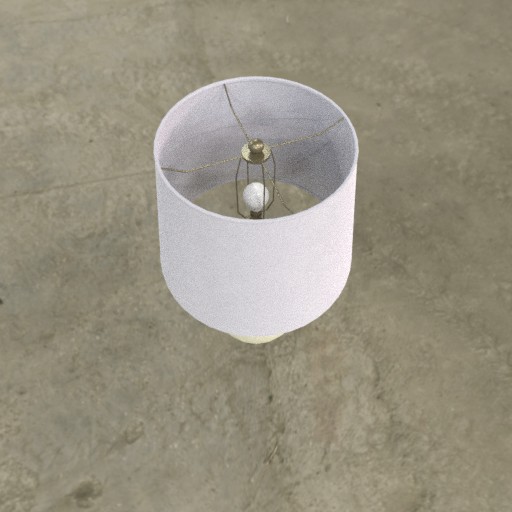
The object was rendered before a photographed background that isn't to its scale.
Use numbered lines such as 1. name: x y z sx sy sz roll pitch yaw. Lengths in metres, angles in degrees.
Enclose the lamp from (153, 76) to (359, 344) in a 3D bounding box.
1. lamp: 0.000 0.000 0.577 0.239 0.399 0.239 0 58 0
